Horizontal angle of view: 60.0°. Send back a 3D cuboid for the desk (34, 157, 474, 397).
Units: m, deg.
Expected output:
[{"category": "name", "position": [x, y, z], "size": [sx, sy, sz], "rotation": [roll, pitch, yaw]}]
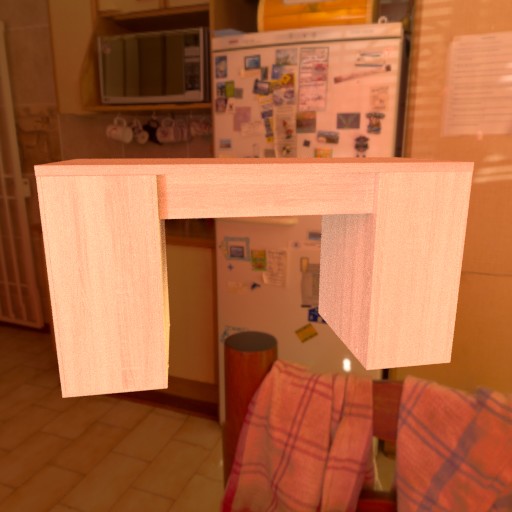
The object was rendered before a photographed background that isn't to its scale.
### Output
[{"category": "desk", "position": [0.000, 0.000, 1.751], "size": [1.390, 0.740, 0.600], "rotation": [-2, 14, -10]}]
